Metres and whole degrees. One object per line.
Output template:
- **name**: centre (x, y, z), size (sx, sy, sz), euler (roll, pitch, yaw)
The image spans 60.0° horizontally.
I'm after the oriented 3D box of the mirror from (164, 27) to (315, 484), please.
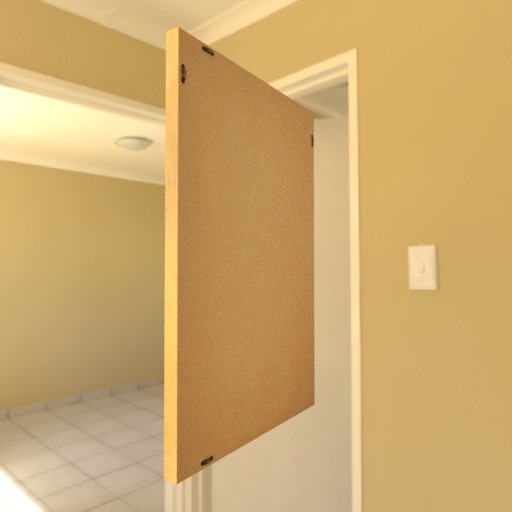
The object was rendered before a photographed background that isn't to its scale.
- **mirror**: centre (0.000, 0.000, 1.146), size (0.040, 0.915, 0.609), euler (-1, -2, 34)
